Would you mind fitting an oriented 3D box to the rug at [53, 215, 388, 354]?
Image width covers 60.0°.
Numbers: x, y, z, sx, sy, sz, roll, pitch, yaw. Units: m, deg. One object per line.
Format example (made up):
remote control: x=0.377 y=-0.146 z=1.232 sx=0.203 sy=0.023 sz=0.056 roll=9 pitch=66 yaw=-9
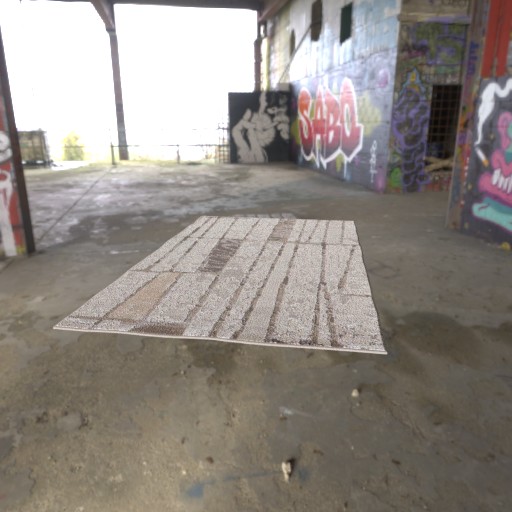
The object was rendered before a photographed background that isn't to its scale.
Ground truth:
rug: x=0.000 y=0.000 z=1.070 sx=0.515 sy=0.007 sz=0.867 roll=3 pitch=17 yaw=9
